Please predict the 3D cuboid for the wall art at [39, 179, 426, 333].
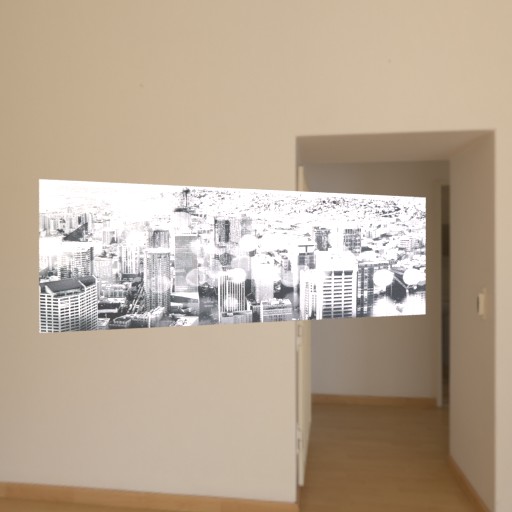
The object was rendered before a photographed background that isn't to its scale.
[{"bbox_3d":[0.000,0.000,0.865,0.763,0.255,0.038,0,0,-18],"label":"wall art"}]
